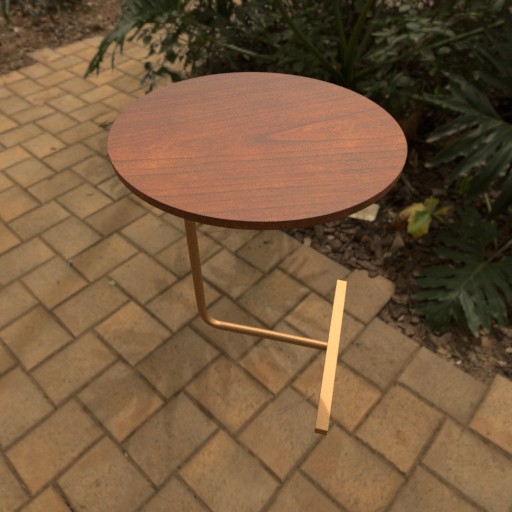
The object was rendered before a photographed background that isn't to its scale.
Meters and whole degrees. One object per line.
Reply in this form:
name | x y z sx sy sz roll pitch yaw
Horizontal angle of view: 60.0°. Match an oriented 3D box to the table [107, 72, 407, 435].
table | 0.000 0.000 1.123 0.577 0.706 0.530 10 47 9
